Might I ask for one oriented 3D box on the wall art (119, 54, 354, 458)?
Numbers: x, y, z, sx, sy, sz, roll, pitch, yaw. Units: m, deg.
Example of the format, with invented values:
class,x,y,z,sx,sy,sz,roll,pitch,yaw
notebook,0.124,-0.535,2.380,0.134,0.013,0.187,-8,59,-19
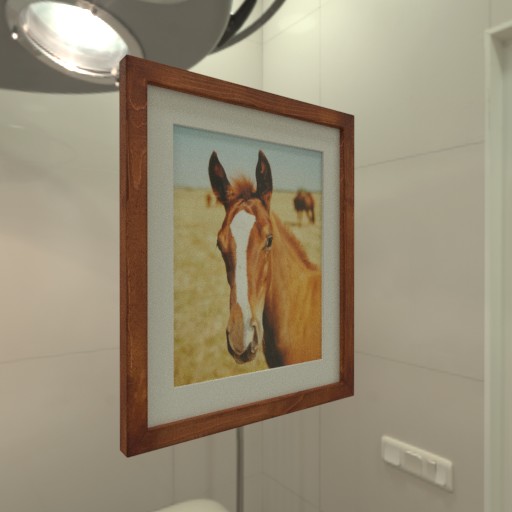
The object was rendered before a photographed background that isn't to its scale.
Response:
class,x,y,z,sx,sy,sz,roll,pitch,yaw
wall art,0.000,0.000,0.758,0.462,0.558,0.030,0,0,-36
